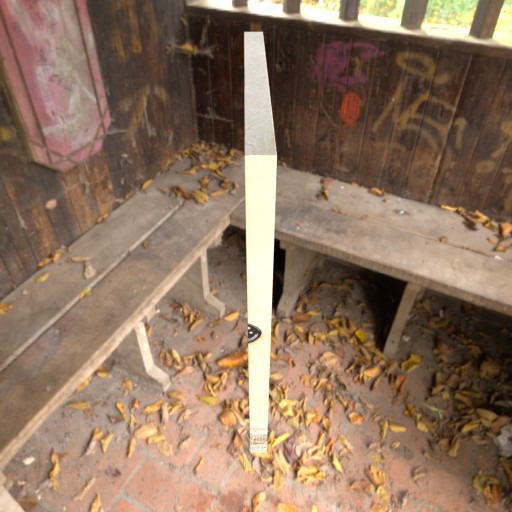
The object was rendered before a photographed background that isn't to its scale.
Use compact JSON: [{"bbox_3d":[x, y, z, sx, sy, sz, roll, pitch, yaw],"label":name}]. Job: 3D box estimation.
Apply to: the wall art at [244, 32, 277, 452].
[{"bbox_3d":[0.000,0.000,0.961,0.038,0.764,0.508,-1,42,-1],"label":"wall art"}]
